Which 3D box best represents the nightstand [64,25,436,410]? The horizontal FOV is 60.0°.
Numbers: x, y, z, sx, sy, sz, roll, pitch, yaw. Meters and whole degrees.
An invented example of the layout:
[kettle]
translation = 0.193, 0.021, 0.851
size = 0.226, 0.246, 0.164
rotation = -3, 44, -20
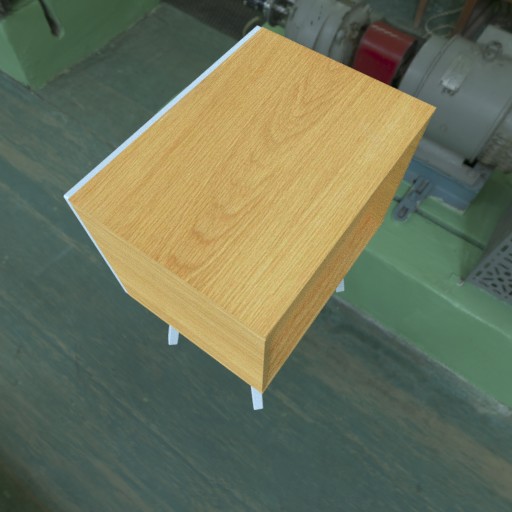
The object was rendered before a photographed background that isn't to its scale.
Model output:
[nightstand]
translation = 0.000, 0.000, 0.836
size = 0.316, 0.601, 0.400
rotation = 33, 67, 16
